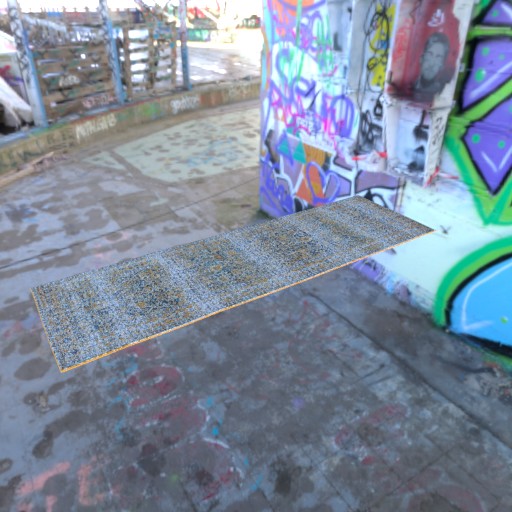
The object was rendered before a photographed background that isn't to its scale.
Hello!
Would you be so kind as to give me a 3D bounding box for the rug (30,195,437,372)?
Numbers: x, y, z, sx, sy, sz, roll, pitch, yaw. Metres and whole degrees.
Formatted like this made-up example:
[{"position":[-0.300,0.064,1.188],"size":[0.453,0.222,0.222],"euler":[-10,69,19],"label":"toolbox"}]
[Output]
[{"position":[0.000,0.000,2.544],"size":[2.294,0.014,0.704],"euler":[-18,35,-28],"label":"rug"}]
